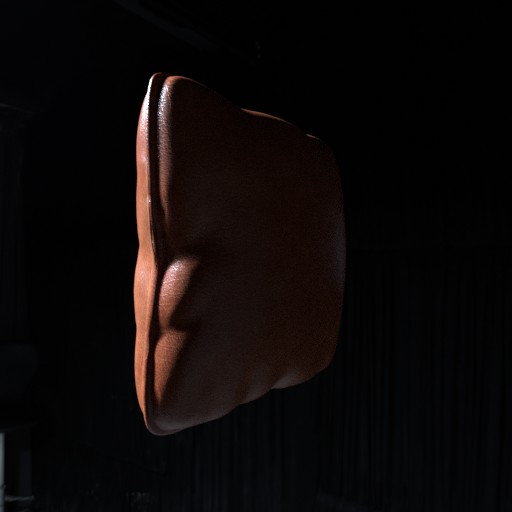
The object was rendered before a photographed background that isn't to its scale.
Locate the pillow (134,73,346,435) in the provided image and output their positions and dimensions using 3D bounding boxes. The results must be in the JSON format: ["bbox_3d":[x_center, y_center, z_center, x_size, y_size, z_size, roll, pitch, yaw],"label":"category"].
[{"bbox_3d":[0.000,0.000,0.817,0.236,0.523,0.532,0,-1,36],"label":"pillow"}]
